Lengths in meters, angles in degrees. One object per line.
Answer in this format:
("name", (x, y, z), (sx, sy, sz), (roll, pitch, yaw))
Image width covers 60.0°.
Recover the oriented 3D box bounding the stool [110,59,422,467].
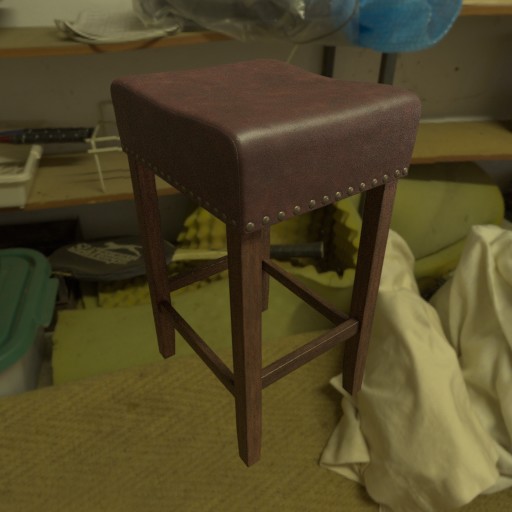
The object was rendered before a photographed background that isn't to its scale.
("stool", (0.000, 0.000, 1.030), (0.401, 0.769, 0.465), (-22, 39, -30))
